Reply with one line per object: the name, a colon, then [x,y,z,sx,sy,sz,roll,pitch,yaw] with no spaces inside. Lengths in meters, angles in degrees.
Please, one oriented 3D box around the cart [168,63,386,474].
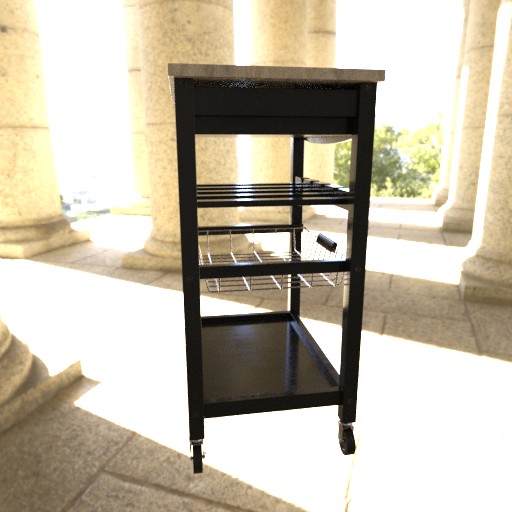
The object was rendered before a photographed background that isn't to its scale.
cart: [0.000,0.000,1.162,0.403,0.839,0.584,-2,14,-9]
